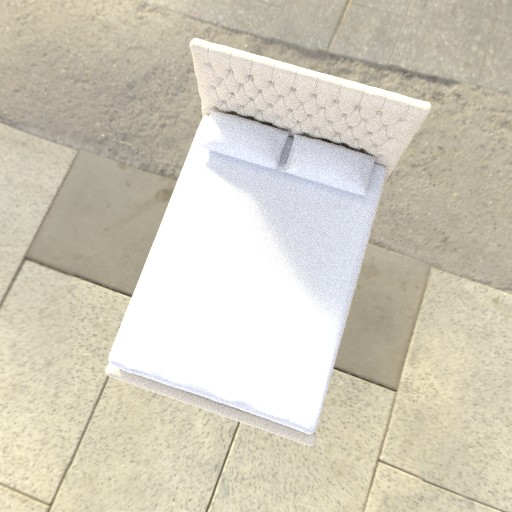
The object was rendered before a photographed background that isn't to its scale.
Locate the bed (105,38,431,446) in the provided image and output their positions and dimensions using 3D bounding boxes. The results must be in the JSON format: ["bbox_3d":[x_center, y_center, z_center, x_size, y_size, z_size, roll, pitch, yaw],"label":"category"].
[{"bbox_3d":[0.000,0.000,3.365,1.698,1.427,2.387,18,76,5],"label":"bed"}]
